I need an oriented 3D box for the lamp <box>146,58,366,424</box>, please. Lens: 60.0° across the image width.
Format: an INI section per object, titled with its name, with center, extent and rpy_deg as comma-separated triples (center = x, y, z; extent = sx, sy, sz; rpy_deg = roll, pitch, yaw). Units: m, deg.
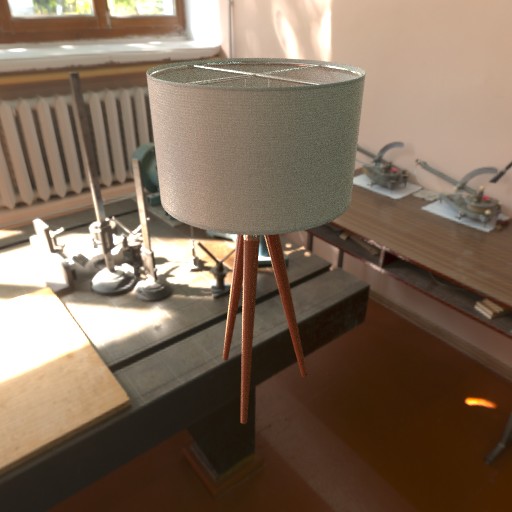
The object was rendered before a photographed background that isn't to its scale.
[lamp]
center = 0.000, 0.000, 0.907
extent = 0.354, 0.709, 0.355
rpy_deg = -2, 30, -3
